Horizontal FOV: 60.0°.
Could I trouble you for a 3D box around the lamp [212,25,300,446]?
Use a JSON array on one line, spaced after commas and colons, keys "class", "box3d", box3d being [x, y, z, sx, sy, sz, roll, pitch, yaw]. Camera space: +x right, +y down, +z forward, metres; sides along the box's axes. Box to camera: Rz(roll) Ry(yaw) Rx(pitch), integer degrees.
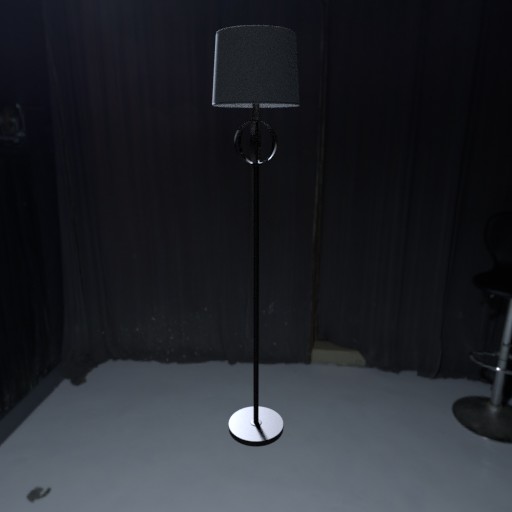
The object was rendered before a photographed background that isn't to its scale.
[{"class": "lamp", "box3d": [0.000, 0.000, 1.607, 0.286, 1.462, 0.286, 2, 16, 7]}]
